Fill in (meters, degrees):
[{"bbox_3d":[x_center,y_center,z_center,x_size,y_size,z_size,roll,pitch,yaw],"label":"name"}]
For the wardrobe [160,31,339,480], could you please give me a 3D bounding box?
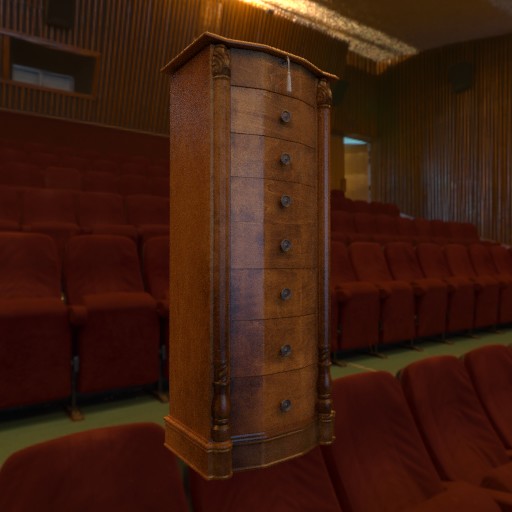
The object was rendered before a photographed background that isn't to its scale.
[{"bbox_3d":[0.000,0.000,1.134,0.406,0.959,0.273,1,-1,-36],"label":"wardrobe"}]
